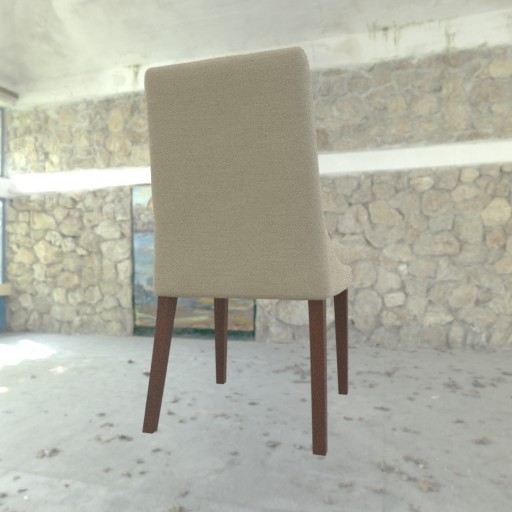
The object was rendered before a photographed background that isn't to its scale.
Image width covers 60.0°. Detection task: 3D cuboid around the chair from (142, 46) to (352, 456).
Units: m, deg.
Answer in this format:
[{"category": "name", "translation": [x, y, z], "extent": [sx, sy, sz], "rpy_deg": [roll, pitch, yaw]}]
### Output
[{"category": "chair", "translation": [0.000, 0.000, 1.321], "extent": [0.515, 0.940, 0.638], "rpy_deg": [0, -1, 17]}]
